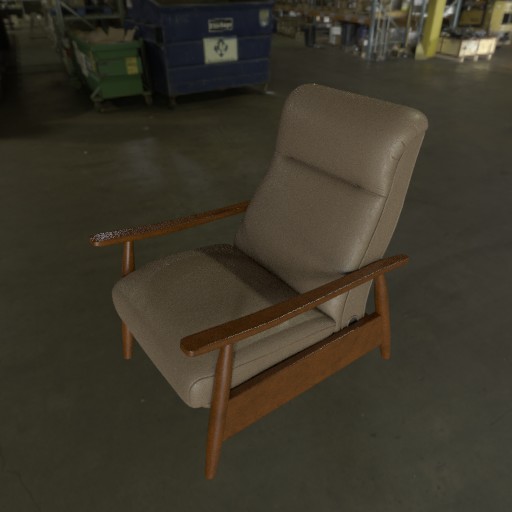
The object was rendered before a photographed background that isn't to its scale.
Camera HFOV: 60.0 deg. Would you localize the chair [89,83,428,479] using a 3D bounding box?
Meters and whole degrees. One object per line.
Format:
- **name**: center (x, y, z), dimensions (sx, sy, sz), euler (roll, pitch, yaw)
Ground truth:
- **chair**: center (0.000, 0.000, 1.713), dimensions (1.014, 1.082, 0.762), euler (-22, 39, -30)
